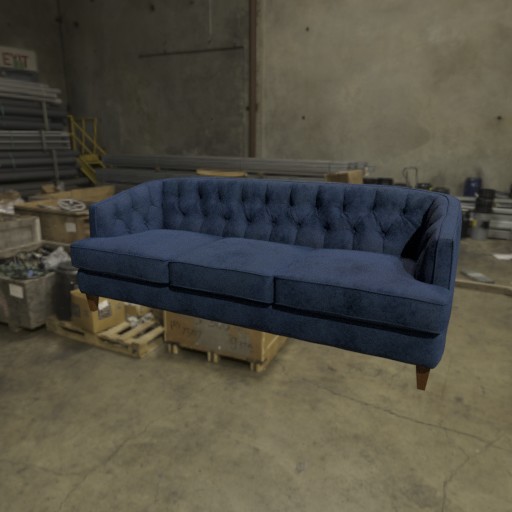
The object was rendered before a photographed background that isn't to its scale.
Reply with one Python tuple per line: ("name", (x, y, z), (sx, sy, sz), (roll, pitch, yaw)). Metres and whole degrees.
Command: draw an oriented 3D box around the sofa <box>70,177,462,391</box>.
("sofa", (0.000, 0.000, 2.731), (2.278, 0.855, 0.941), (8, 17, 26))
